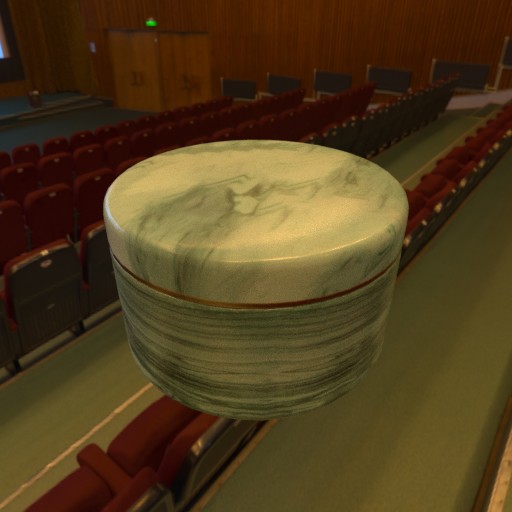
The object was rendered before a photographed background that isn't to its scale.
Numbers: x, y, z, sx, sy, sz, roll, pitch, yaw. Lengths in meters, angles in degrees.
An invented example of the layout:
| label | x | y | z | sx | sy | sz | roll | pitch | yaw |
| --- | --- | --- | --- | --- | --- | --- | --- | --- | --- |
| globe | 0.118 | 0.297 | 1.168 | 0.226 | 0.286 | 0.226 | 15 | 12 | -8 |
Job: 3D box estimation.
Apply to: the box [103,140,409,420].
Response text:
| label | x | y | z | sx | sy | sz | roll | pitch | yaw |
| --- | --- | --- | --- | --- | --- | --- | --- | --- | --- |
| box | 0.000 | 0.000 | 0.166 | 0.101 | 0.063 | 0.101 | 0 | 31 | 0 |
